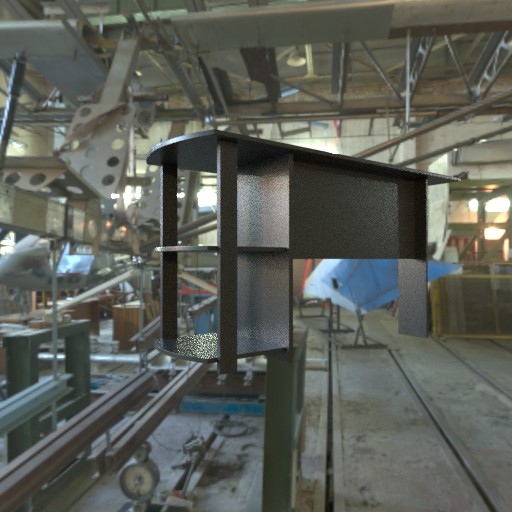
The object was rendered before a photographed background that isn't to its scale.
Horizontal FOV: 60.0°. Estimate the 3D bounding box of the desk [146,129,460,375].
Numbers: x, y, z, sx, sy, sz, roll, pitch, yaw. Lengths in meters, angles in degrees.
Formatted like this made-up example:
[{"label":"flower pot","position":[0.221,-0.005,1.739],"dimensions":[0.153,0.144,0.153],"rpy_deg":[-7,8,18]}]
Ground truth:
[{"label":"desk","position":[0.000,0.000,2.151],"dimensions":[1.361,0.716,1.303],"rpy_deg":[0,-1,-36]}]
